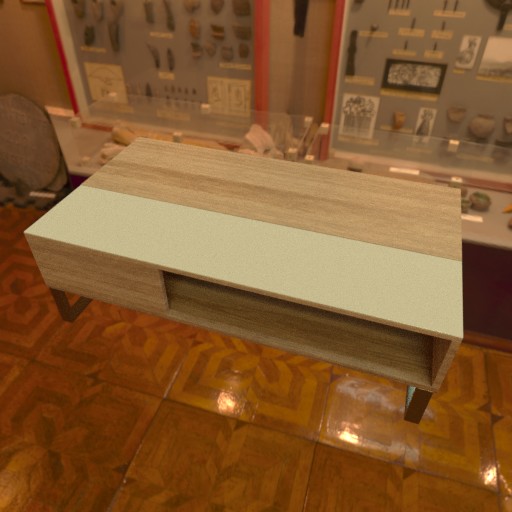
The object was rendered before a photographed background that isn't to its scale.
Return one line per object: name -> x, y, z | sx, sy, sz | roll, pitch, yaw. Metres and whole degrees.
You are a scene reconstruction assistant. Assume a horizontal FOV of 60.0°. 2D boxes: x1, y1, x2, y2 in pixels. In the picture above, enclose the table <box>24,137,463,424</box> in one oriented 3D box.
table -> 0.000, 0.000, 1.369 | 1.100, 0.350, 0.600 | 13, 42, 14
